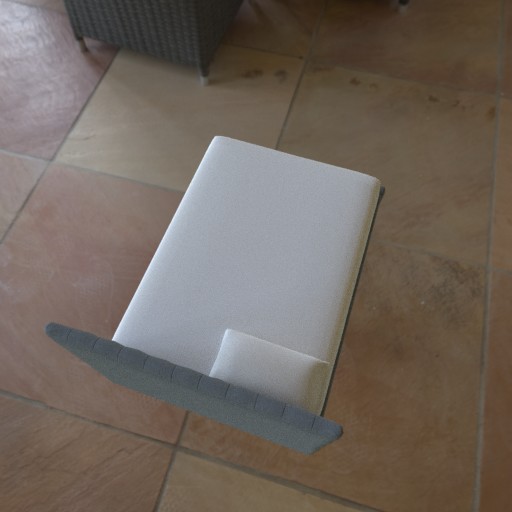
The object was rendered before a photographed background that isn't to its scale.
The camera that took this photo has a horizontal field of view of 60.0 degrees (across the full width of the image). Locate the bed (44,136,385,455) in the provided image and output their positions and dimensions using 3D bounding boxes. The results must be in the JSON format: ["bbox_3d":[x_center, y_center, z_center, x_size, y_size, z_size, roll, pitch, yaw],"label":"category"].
[{"bbox_3d":[0.000,0.000,3.404,1.698,1.411,2.335,17,65,8],"label":"bed"}]
